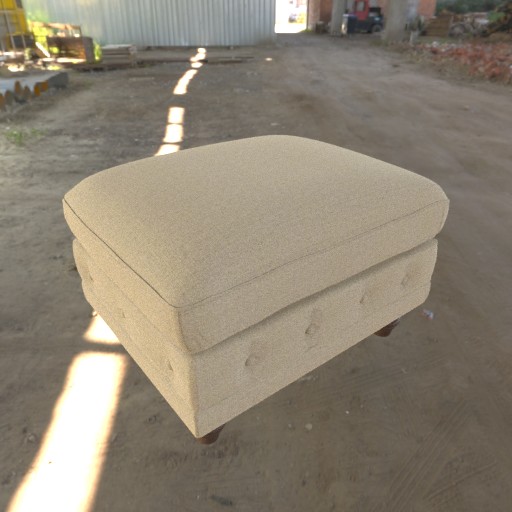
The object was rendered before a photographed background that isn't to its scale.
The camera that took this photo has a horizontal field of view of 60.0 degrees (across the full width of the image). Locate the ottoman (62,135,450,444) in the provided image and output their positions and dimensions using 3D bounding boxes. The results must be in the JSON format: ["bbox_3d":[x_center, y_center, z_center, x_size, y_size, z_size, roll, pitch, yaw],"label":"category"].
[{"bbox_3d":[0.000,0.000,1.019,0.684,0.463,0.541,-20,34,-32],"label":"ottoman"}]
